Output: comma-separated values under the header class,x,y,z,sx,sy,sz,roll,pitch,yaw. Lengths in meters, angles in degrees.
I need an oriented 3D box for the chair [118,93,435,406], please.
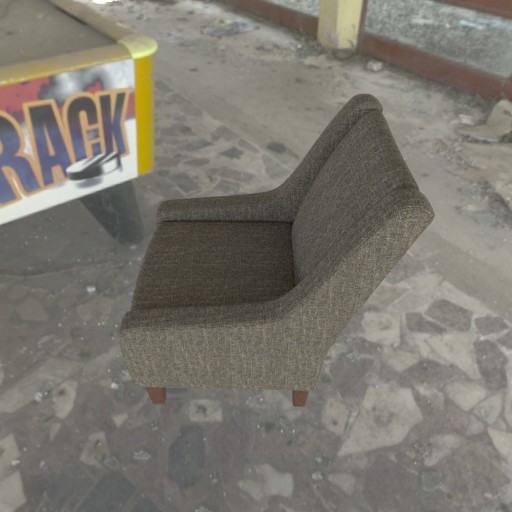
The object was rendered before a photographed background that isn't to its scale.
class,x,y,z,sx,sy,sz,roll,pitch,yaw
chair,0.000,0.000,1.748,0.944,1.012,0.793,1,41,1
